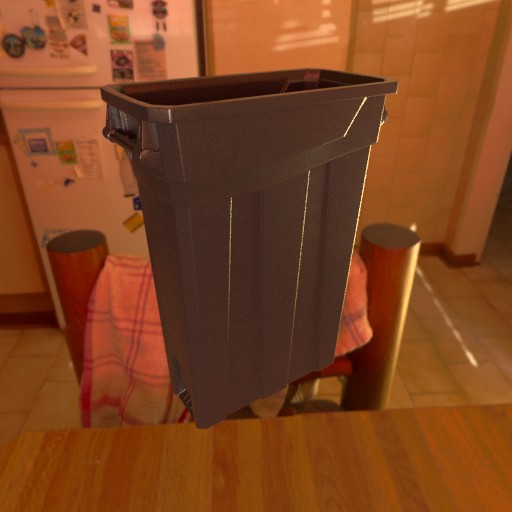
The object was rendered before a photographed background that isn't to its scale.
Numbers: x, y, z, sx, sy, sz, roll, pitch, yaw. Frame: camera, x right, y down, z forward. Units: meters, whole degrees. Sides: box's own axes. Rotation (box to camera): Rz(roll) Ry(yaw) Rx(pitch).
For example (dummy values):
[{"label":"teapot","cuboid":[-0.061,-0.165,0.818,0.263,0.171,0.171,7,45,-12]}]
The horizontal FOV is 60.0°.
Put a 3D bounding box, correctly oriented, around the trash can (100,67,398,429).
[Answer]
[{"label":"trash can","cuboid":[0.000,0.000,1.037,0.559,0.762,0.281,-18,34,-29]}]
